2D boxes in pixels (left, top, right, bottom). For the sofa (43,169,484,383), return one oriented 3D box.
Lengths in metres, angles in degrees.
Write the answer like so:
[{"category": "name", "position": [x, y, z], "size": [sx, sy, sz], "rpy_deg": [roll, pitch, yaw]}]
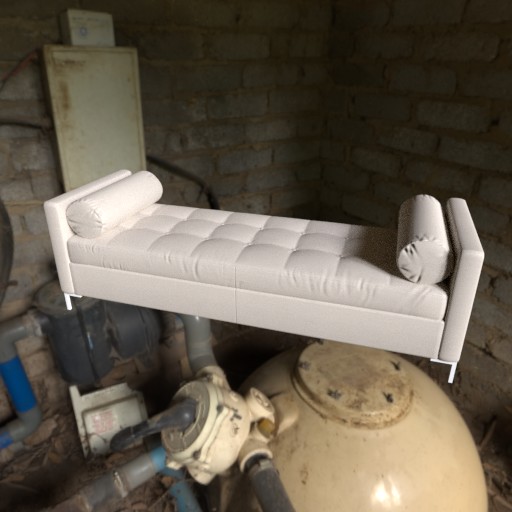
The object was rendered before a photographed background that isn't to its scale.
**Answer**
[{"category": "sofa", "position": [0.000, 0.000, 2.314], "size": [1.981, 0.635, 0.686], "rpy_deg": [8, 26, 16]}]
